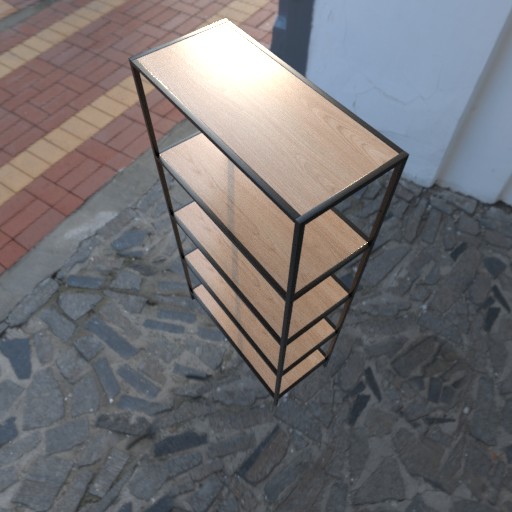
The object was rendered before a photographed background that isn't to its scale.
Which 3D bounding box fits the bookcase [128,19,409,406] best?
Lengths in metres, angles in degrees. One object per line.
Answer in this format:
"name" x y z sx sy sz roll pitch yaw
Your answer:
"bookcase" 0.000 0.000 1.811 0.350 1.500 0.770 -33 62 -20
